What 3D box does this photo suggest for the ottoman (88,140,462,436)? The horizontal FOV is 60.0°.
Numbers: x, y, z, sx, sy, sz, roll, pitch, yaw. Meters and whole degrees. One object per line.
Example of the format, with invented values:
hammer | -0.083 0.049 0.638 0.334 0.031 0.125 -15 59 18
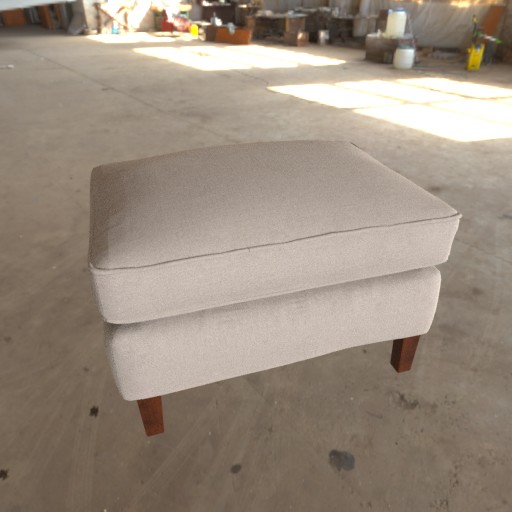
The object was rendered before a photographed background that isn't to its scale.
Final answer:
ottoman | 0.000 0.000 0.987 0.665 0.456 0.501 -9 33 -14
